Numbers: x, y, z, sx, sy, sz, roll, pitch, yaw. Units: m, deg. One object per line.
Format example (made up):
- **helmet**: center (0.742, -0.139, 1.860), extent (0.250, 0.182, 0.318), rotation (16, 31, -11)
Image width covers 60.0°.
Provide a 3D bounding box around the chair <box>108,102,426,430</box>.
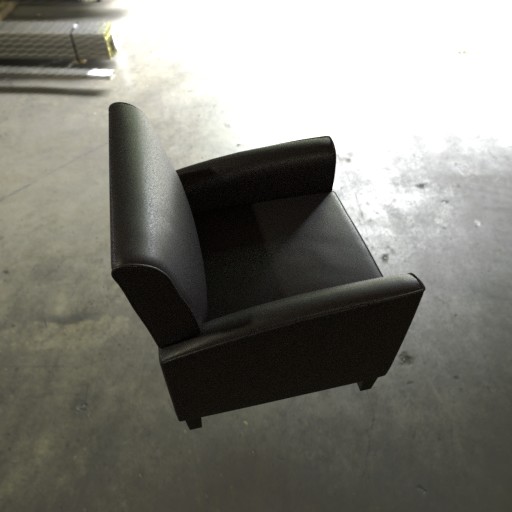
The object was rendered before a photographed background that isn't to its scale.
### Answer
- **chair**: center (0.000, 0.000, 1.577), extent (0.819, 0.916, 0.820), rotation (-10, 48, -9)
